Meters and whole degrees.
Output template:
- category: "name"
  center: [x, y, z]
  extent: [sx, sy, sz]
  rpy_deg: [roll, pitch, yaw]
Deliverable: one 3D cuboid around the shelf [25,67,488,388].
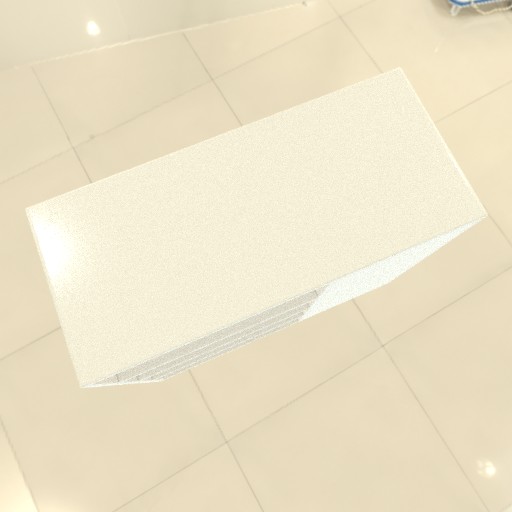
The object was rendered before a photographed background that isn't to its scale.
- category: "shelf"
  center: [0.000, 0.000, 1.287]
  extent: [0.895, 0.732, 0.396]
  rpy_deg: [-22, 76, -6]
